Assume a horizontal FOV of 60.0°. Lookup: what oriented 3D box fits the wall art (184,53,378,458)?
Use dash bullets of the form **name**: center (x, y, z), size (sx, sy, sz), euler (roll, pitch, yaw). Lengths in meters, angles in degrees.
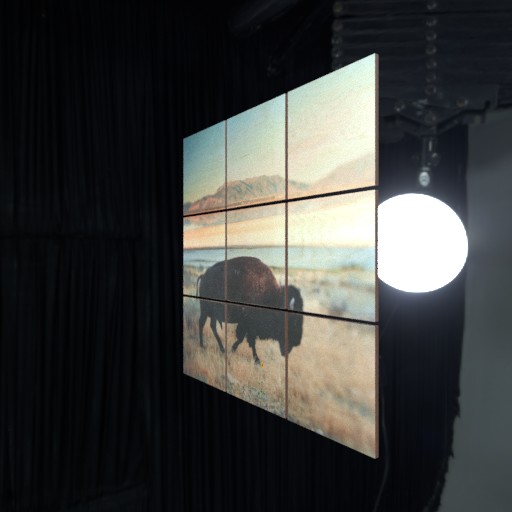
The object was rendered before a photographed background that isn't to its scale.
- **wall art**: center (0.000, 0.000, 1.355), size (0.018, 0.904, 0.906), euler (0, 0, -37)
